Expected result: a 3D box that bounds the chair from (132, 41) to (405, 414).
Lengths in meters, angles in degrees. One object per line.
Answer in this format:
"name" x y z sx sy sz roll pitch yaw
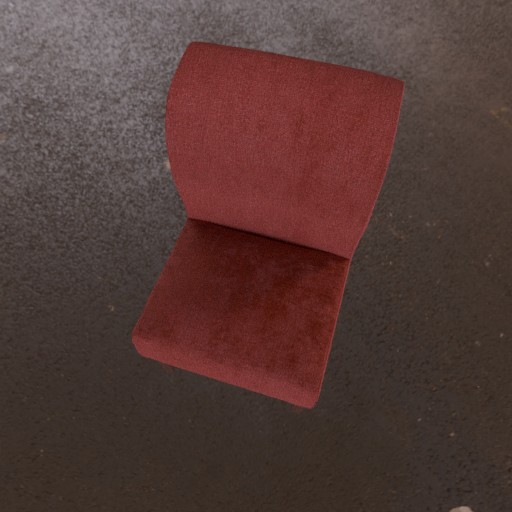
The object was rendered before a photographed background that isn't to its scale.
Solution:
"chair" 0.000 0.000 1.245 0.538 0.846 0.640 15 60 9
